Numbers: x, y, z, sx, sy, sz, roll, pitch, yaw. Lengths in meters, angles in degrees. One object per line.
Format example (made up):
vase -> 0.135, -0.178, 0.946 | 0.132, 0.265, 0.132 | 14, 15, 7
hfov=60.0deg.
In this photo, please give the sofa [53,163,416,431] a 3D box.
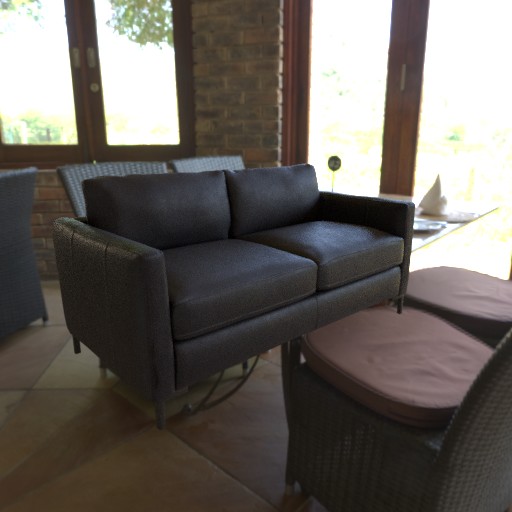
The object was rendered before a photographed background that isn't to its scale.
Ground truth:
sofa -> 0.000, 0.000, 2.361 | 1.805, 0.883, 0.947 | -14, 21, -42
